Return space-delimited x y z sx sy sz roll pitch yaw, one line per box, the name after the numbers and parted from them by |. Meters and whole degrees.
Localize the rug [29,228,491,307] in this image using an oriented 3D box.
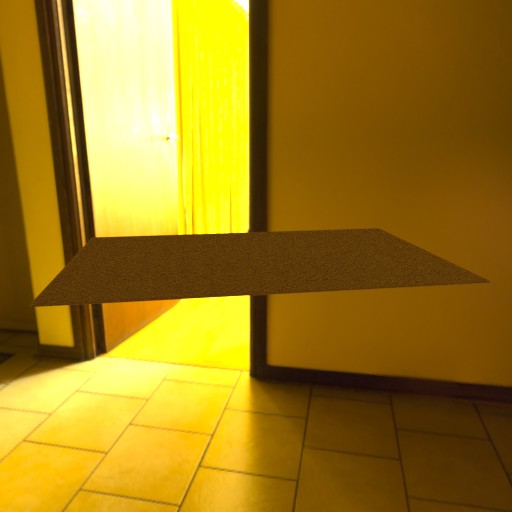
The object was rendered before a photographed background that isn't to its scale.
0.000 0.000 3.020 2.438 0.008 1.523 -2 15 -8 | rug
